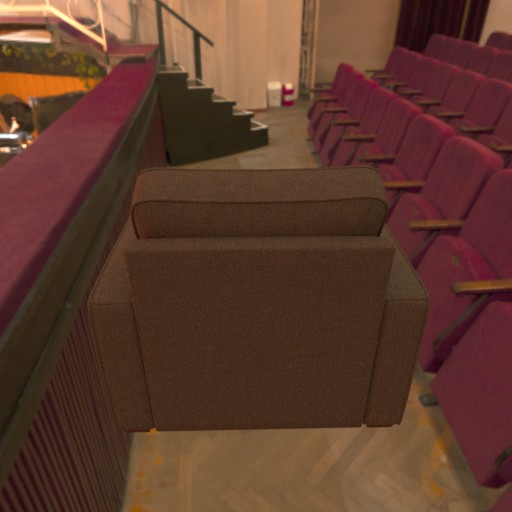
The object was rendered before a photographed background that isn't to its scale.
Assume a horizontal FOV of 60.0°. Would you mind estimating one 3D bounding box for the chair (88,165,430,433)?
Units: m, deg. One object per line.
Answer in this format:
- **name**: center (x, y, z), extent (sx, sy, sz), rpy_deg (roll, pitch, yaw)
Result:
- **chair**: center (0.000, 0.000, 1.707), extent (1.017, 0.919, 0.940), rpy_deg (-1, 31, -1)
